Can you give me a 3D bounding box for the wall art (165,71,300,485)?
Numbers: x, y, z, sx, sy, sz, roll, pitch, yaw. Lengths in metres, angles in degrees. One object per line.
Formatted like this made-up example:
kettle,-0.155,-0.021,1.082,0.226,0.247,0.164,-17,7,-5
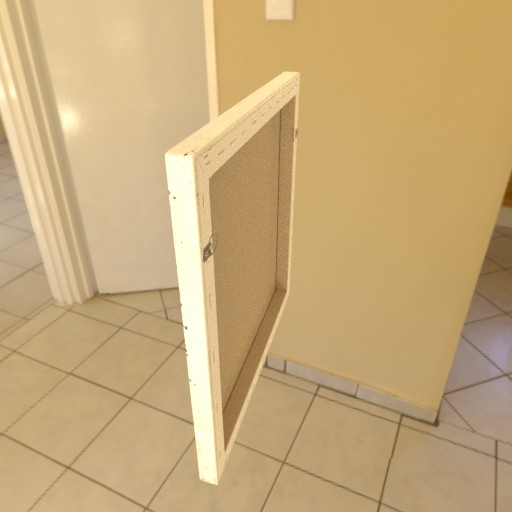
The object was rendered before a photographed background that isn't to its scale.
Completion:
wall art,0.000,0.000,0.896,0.040,0.611,0.610,8,32,14
